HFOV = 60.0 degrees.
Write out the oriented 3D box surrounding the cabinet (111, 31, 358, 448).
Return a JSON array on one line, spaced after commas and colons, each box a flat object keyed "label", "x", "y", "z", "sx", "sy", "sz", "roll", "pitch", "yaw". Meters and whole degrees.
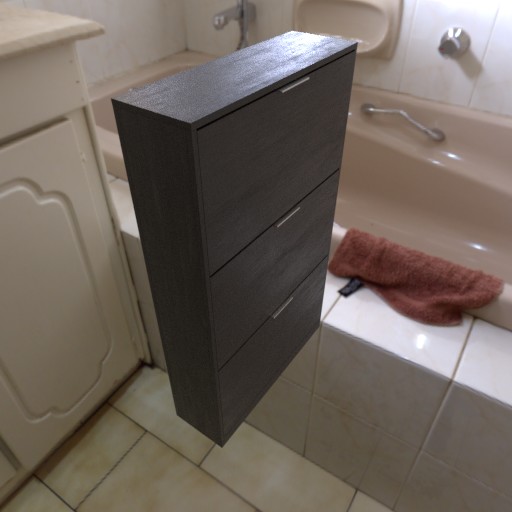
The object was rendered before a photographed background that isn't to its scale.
[{"label": "cabinet", "x": 0.000, "y": 0.000, "z": 1.560, "sx": 0.250, "sy": 1.280, "sz": 0.750, "roll": 24, "pitch": 45, "yaw": 27}]
